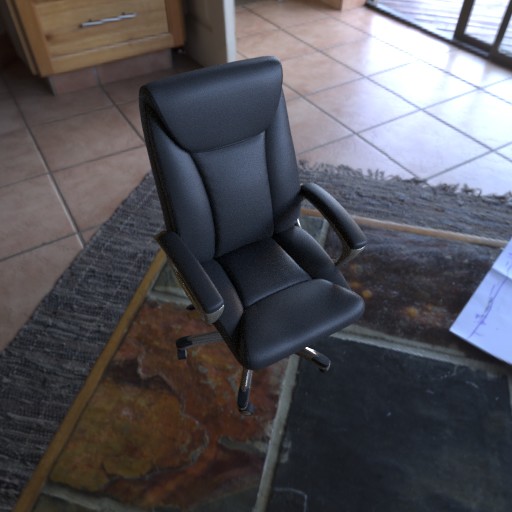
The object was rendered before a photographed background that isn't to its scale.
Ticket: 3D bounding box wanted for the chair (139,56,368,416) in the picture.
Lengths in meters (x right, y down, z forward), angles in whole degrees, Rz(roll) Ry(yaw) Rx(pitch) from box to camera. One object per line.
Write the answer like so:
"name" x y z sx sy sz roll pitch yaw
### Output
"chair" 0.000 0.000 1.640 0.694 1.188 0.748 -22 49 -20
